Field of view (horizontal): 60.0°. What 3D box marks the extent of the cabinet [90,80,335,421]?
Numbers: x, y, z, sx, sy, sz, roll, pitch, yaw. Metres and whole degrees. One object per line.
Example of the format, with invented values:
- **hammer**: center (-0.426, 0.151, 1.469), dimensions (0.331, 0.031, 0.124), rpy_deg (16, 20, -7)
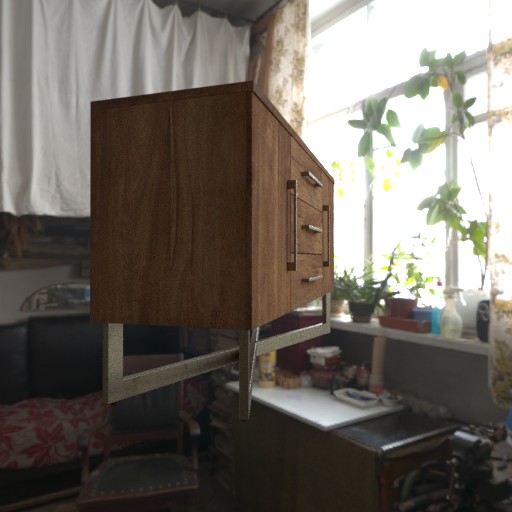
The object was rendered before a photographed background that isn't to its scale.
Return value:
- **cabinet**: center (0.000, 0.000, 1.752), dimensions (0.480, 0.812, 1.373), rpy_deg (0, 0, 18)
